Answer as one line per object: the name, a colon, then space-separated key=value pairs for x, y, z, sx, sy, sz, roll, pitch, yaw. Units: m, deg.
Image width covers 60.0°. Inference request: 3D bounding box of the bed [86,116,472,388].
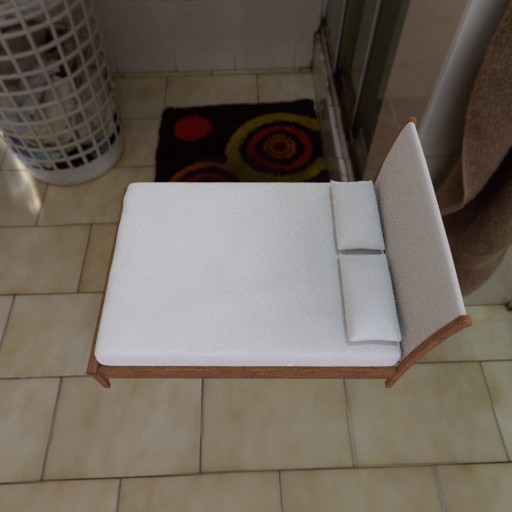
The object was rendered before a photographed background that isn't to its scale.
bed: x=0.000 y=0.000 z=2.989 sx=2.108 sy=1.135 sz=1.502 roll=0 pitch=58 yaw=0
